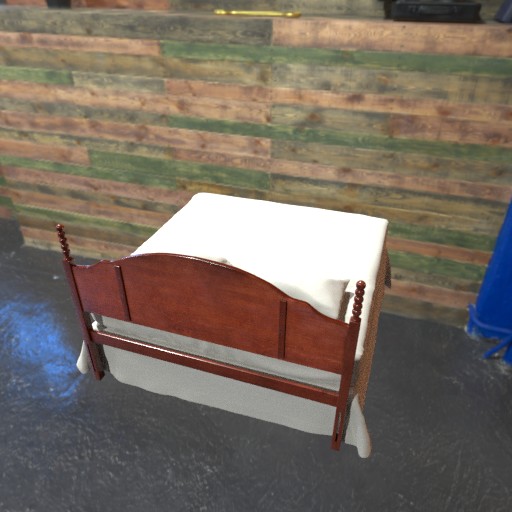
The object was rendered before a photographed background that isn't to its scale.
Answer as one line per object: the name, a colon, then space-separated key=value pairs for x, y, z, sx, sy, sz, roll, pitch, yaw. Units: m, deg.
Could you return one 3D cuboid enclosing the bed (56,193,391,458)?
bed: x=0.000 y=0.000 z=3.715 sx=2.322 sy=1.355 sz=2.219 roll=10 pitch=34 yaw=16
